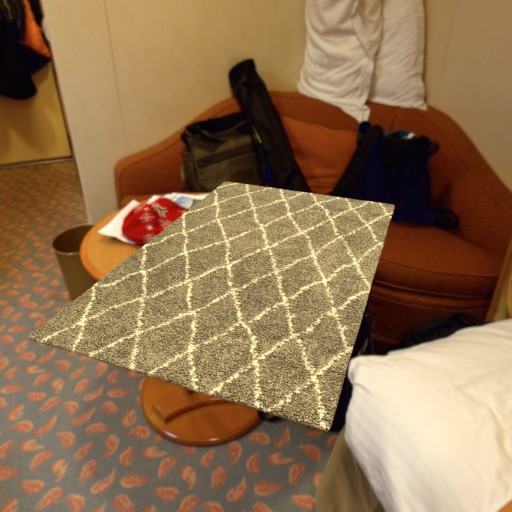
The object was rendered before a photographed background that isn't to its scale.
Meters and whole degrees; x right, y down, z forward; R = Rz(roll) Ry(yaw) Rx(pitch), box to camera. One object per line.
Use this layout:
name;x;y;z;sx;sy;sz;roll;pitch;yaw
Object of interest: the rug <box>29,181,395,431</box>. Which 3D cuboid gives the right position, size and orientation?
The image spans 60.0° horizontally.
rug;0.000;0.000;3.396;1.778;0.030;2.743;11;32;18
